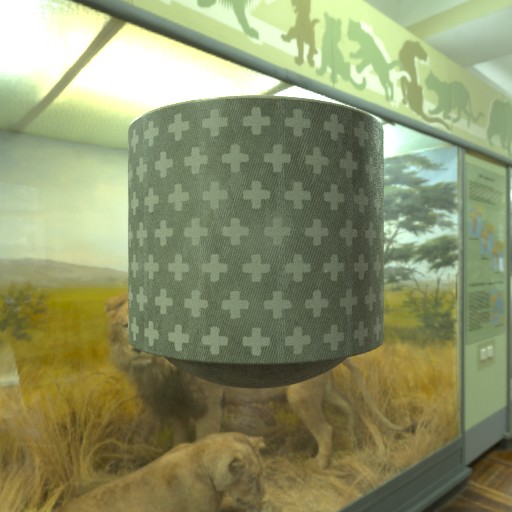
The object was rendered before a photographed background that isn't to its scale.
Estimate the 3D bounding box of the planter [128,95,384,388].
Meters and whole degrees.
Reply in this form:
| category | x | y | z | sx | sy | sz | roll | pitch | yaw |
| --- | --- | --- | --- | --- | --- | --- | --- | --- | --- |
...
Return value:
| category | x | y | z | sx | sy | sz | roll | pitch | yaw |
| --- | --- | --- | --- | --- | --- | --- | --- | --- | --- |
| planter | 0.000 | 0.000 | 0.343 | 0.190 | 0.181 | 0.190 | 0 | 0 | 0 |
